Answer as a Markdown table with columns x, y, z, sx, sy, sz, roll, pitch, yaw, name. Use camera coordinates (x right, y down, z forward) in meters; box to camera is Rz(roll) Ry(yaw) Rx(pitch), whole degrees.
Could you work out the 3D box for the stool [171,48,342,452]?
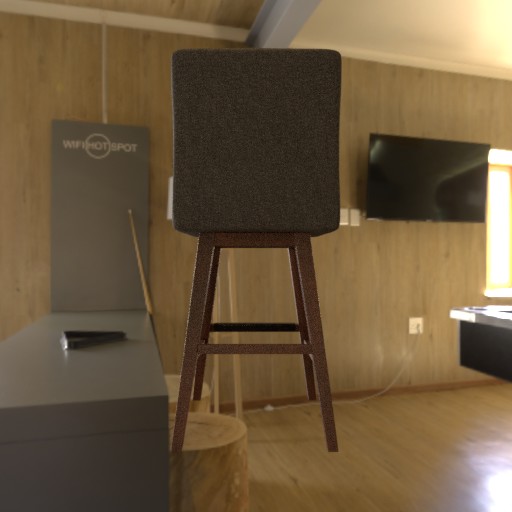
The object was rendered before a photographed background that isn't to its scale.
| x | y | z | sx | sy | sz | roll | pitch | yaw | name |
| --- | --- | --- | --- | --- | --- | --- | --- | --- | --- |
| 0.000 | 0.000 | 1.398 | 0.489 | 1.068 | 0.572 | 0 | 0 | 0 | stool |
